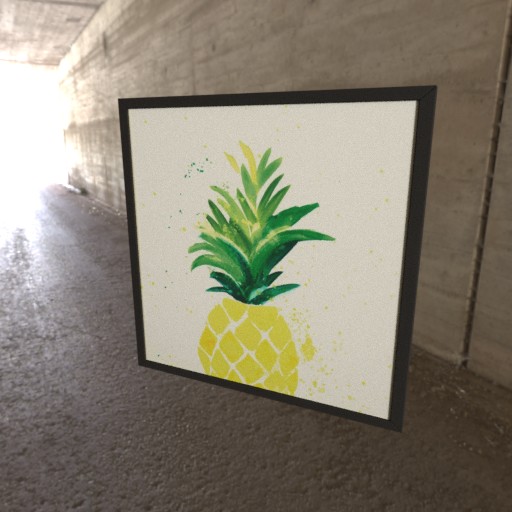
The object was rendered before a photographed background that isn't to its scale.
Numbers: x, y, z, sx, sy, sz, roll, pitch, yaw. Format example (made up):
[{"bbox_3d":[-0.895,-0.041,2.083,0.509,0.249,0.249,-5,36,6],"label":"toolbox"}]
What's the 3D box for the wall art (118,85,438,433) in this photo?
[{"bbox_3d":[0.000,0.000,1.100,0.762,0.760,0.037,7,17,23],"label":"wall art"}]
